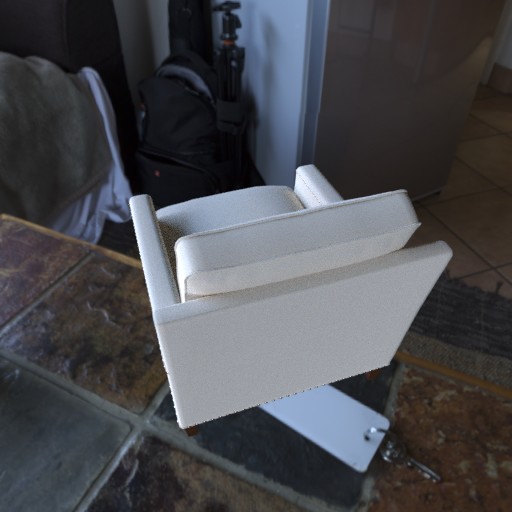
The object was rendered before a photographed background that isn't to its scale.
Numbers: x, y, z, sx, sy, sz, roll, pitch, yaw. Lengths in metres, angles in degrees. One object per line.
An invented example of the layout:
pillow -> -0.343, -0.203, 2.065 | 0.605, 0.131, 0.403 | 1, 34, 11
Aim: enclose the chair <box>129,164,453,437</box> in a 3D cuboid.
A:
chair -> 0.000, 0.000, 1.720 | 0.853, 0.943, 1.014 | -13, 44, -14
